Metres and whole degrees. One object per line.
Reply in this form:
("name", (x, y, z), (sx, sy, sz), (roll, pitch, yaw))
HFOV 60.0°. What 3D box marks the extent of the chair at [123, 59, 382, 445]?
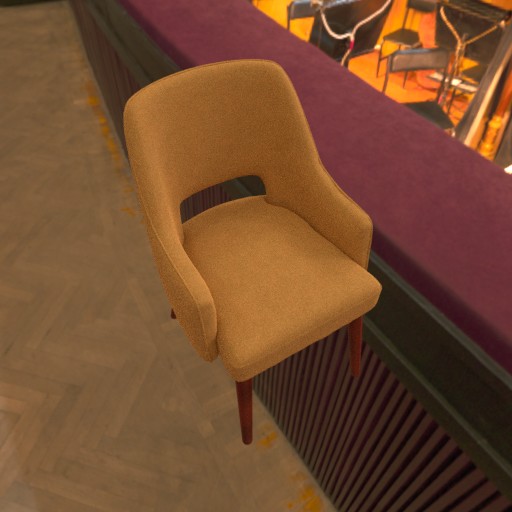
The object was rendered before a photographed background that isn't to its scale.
("chair", (0.000, 0.000, 1.247), (0.548, 0.849, 0.605), (-24, 52, -21))
